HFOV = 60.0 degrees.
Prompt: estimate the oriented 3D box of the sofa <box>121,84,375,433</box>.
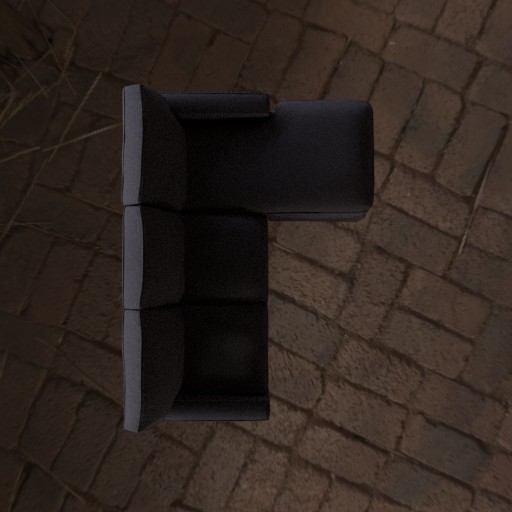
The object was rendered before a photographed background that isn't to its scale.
[{"bbox_3d":[0.000,0.000,3.306,1.790,0.973,2.370,0,89,0],"label":"sofa"}]
